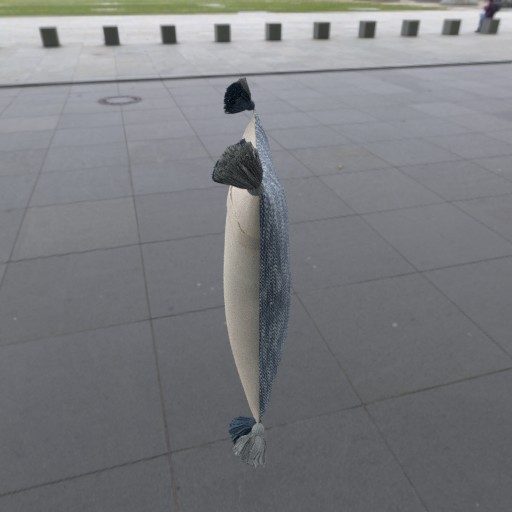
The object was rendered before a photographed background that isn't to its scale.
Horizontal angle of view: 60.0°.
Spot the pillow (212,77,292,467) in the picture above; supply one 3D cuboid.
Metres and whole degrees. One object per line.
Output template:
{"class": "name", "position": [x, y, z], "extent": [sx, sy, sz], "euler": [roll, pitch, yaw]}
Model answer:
{"class": "pillow", "position": [0.000, 0.000, 0.922], "extent": [0.138, 0.634, 0.614], "euler": [-1, 31, -1]}
